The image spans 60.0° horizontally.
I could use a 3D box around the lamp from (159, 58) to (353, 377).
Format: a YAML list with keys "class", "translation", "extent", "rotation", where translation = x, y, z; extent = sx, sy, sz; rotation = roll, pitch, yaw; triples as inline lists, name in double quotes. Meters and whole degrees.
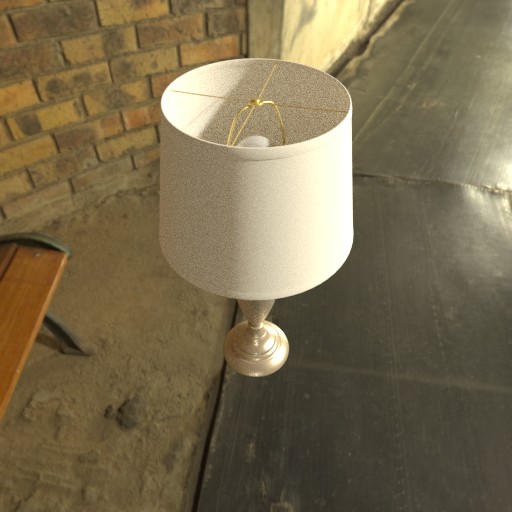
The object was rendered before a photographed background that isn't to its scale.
- class: "lamp"
  translation: [0.000, 0.000, 0.813]
  extent: [0.328, 0.612, 0.328]
  rotation: [0, 46, 0]
